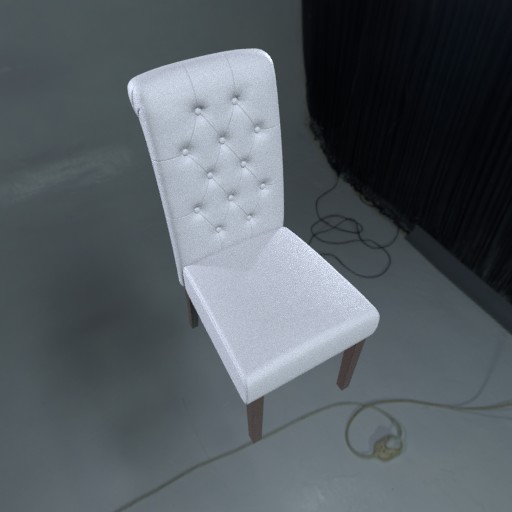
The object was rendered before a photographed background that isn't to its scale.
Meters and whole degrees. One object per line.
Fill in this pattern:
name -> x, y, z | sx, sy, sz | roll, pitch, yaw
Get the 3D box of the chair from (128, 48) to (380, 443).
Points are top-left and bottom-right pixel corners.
chair -> 0.000, 0.000, 1.367 | 0.456, 1.006, 0.671 | -23, 50, -21
